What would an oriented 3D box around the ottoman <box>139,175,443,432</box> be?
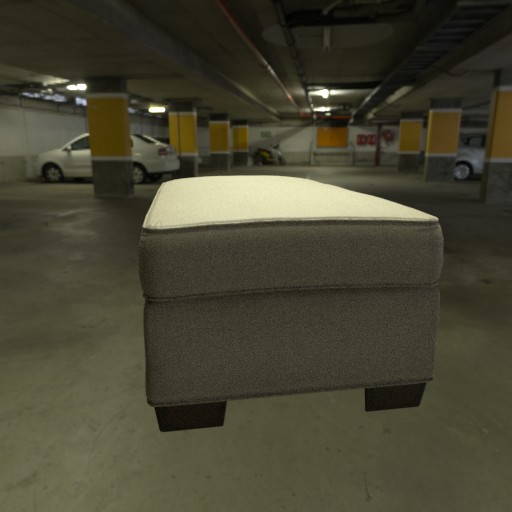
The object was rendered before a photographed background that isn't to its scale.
[{"bbox_3d":[0.000,0.000,1.394,0.617,0.461,1.097,-2,14,-9],"label":"ottoman"}]
